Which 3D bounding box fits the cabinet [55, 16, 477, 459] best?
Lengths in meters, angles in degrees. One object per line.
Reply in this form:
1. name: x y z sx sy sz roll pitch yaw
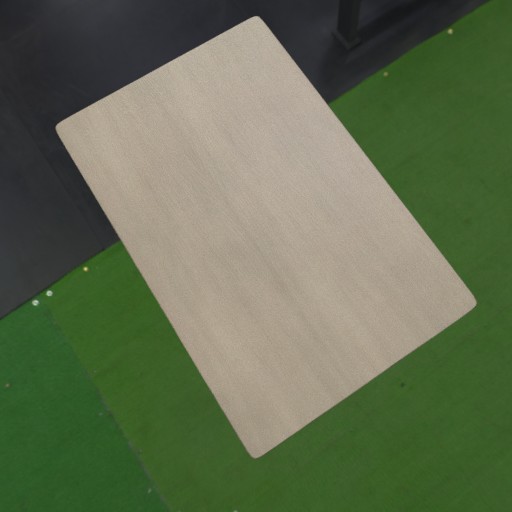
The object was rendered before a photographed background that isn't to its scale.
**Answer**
1. cabinet: 0.000 0.000 1.237 0.503 0.762 0.763 -32 79 -7
